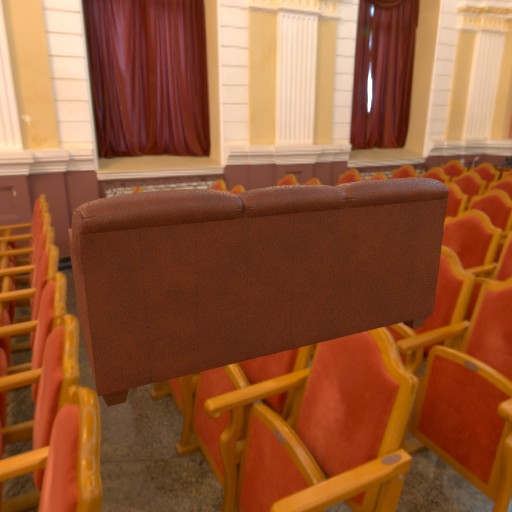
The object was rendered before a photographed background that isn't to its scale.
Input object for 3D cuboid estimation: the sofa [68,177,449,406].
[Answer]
[{"bbox_3d":[0.000,0.000,2.646,2.039,0.953,1.008,-8,18,-25],"label":"sofa"}]
